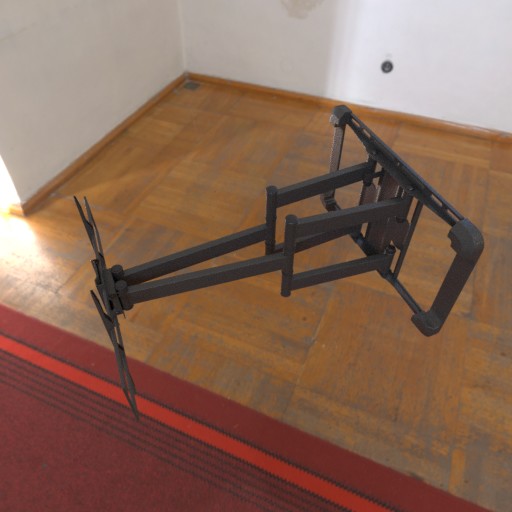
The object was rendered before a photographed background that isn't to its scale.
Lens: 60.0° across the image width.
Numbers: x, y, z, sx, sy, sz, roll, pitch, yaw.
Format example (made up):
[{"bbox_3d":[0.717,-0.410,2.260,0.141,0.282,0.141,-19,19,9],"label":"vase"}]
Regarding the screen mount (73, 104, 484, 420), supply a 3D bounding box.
[{"bbox_3d":[0.000,0.000,1.343,0.905,0.483,0.725,-16,49,-15],"label":"screen mount"}]
